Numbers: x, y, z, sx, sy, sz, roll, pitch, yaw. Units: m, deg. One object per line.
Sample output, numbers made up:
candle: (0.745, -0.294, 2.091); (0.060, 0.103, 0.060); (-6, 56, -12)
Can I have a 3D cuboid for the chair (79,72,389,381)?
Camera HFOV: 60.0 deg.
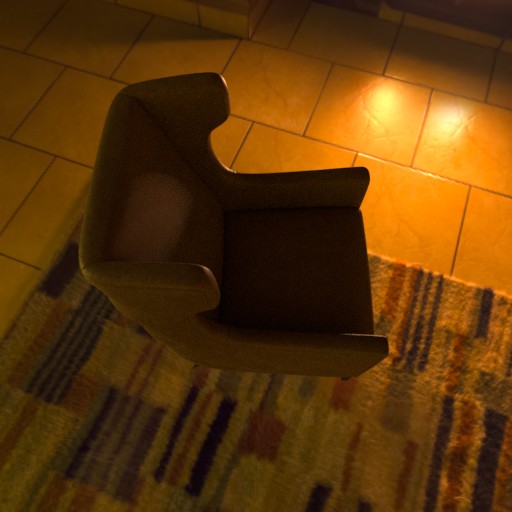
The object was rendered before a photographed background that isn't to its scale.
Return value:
chair: (0.000, 0.000, 1.631); (0.899, 1.079, 0.769); (1, 65, 0)
